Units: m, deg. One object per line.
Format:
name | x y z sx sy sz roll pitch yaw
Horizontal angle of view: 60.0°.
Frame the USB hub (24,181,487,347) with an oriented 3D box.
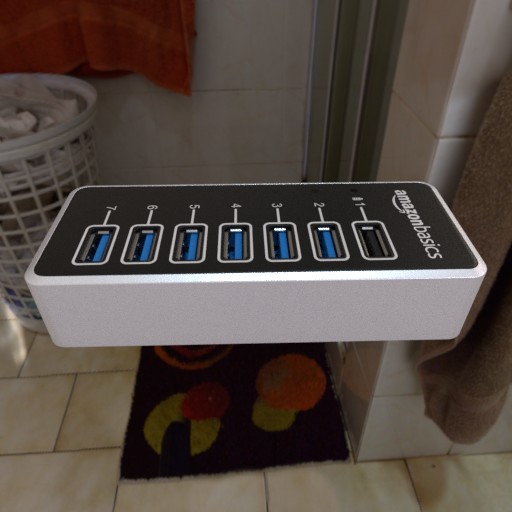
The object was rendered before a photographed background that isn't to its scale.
USB hub | 0.000 0.000 0.126 0.110 0.023 0.044 -1 39 -1
